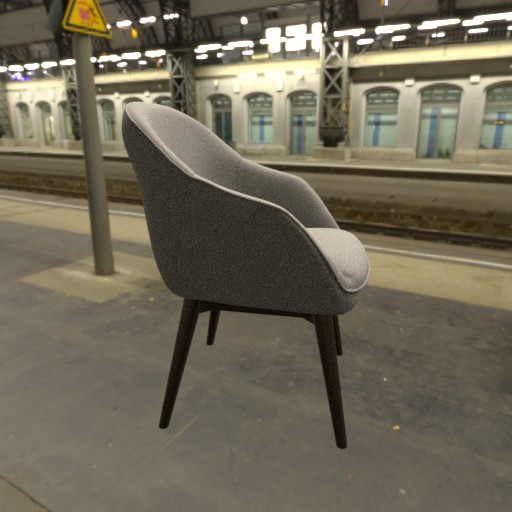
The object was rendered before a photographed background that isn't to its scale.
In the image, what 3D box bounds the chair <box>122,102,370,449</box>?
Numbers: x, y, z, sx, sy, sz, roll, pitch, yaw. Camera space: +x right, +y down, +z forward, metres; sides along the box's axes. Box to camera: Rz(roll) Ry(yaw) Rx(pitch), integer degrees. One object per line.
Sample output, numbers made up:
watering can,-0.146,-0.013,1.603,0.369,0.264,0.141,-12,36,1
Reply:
chair,0.000,0.000,1.229,0.611,0.810,0.589,3,16,9
